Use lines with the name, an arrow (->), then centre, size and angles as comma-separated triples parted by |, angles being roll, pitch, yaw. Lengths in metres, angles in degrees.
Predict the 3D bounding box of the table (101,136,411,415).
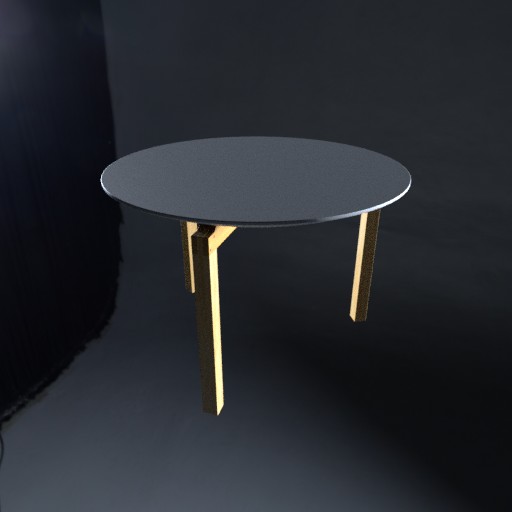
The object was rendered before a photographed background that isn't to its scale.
table -> 0.000, 0.000, 0.988 | 0.600, 0.405, 0.600 | 0, 26, 0
